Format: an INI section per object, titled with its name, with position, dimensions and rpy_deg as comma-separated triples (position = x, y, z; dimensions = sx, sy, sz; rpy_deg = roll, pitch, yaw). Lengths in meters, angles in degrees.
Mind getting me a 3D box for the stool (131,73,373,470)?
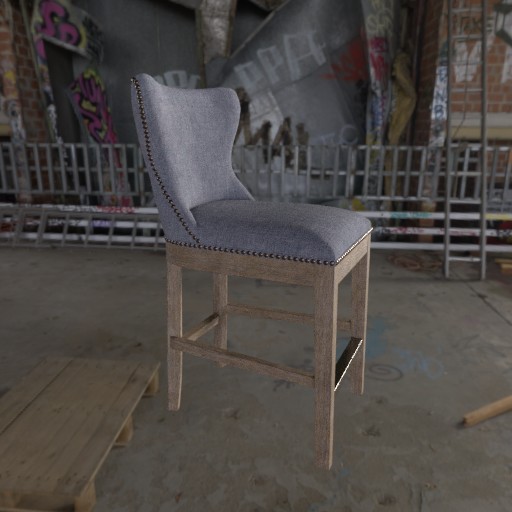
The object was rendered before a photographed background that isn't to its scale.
[stool]
position = 0.000, 0.000, 1.310
dimensions = 0.608, 0.981, 0.498
rpy_deg = 7, 17, 24
